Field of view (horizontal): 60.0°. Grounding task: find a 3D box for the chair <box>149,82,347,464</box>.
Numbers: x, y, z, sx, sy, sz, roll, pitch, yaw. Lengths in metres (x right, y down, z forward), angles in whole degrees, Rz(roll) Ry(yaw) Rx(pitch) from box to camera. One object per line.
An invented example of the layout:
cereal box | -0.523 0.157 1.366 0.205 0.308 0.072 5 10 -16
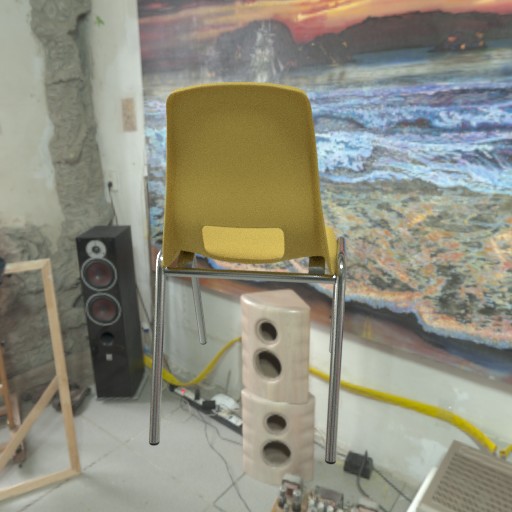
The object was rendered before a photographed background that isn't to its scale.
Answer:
chair | 0.000 0.000 0.939 0.381 0.653 0.436 2 17 8
